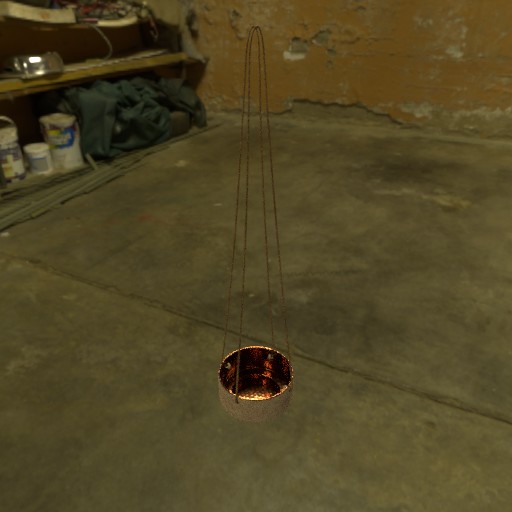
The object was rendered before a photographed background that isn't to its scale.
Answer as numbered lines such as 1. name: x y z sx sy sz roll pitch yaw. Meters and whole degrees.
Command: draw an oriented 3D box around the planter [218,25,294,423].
1. planter: 0.000 0.000 1.115 0.223 1.030 0.223 -9 30 -15
